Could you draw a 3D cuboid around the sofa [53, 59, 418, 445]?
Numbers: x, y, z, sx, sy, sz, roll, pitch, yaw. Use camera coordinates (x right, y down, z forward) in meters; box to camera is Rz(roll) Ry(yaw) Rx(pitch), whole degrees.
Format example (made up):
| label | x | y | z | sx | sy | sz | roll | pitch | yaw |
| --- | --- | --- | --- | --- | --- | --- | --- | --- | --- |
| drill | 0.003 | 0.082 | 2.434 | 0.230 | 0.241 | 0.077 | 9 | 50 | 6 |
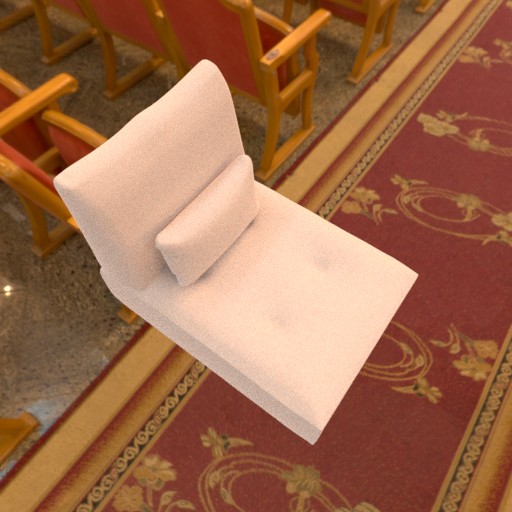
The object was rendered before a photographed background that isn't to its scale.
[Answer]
| label | x | y | z | sx | sy | sz | roll | pitch | yaw |
| --- | --- | --- | --- | --- | --- | --- | --- | --- | --- |
| sofa | 0.000 | 0.000 | 1.561 | 1.000 | 0.820 | 0.700 | 32 | 64 | 18 |
